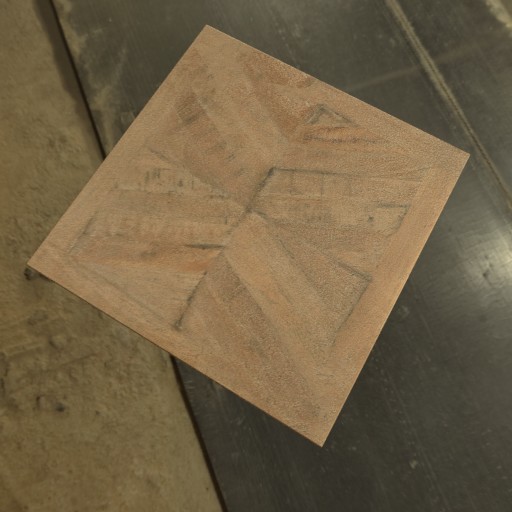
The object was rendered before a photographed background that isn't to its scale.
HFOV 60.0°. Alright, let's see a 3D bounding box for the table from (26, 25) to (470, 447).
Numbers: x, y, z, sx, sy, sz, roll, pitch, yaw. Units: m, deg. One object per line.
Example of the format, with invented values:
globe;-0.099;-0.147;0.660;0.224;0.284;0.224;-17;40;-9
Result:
table;0.000;0.000;0.938;0.498;0.550;0.499;30;76;8
